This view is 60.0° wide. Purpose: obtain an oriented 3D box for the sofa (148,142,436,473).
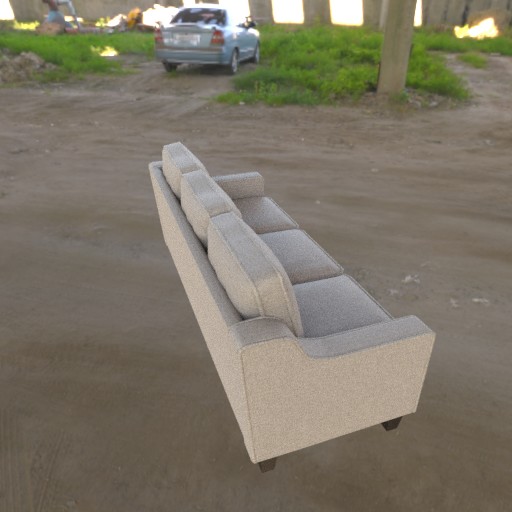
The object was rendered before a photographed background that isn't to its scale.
[{"bbox_3d":[0.000,0.000,2.628,0.899,0.950,2.129,-10,31,-17],"label":"sofa"}]
